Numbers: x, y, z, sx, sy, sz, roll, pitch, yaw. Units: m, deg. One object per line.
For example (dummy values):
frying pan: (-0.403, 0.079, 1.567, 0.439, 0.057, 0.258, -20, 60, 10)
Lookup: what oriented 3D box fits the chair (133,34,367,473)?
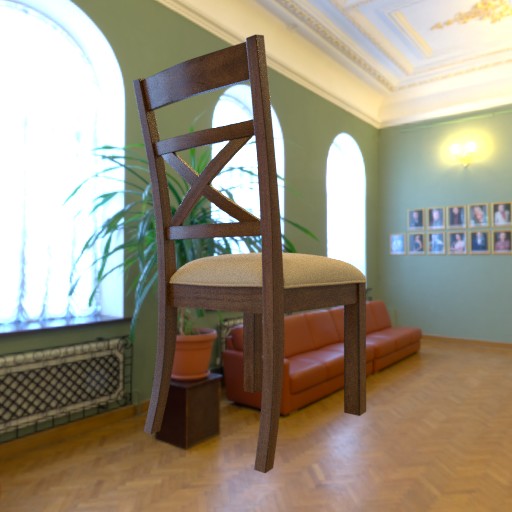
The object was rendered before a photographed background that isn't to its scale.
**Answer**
chair: (0.000, 0.000, 1.276, 0.461, 0.949, 0.581, -1, -1, 36)
